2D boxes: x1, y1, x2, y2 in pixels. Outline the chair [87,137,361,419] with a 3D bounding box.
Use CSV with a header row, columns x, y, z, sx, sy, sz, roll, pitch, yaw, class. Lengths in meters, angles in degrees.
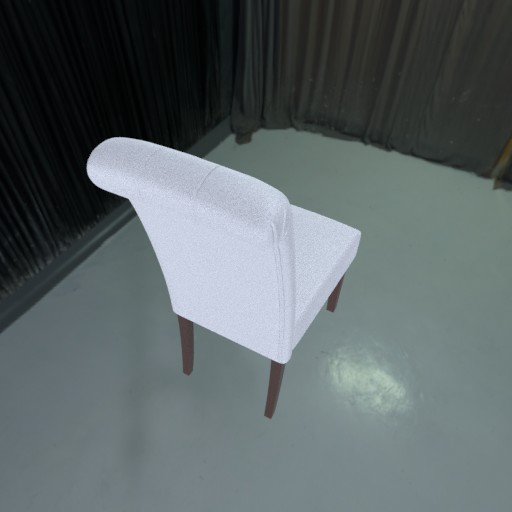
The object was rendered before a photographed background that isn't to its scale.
x,y,z,sx,sy,sz,roll,pitch,yaw,class
0.000,0.000,1.323,0.456,1.006,0.671,22,50,19,chair
